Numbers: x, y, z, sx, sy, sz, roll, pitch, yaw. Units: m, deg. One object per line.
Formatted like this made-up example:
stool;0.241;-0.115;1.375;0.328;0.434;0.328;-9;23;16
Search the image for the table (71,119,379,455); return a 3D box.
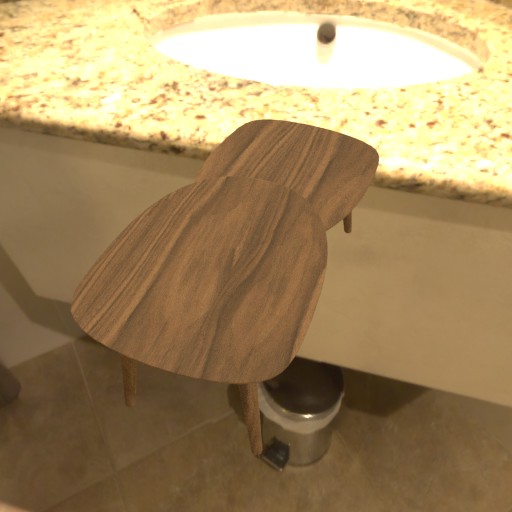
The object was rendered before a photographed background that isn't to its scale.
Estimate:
table;0.000;0.000;1.351;0.527;0.429;1.084;17;48;16
